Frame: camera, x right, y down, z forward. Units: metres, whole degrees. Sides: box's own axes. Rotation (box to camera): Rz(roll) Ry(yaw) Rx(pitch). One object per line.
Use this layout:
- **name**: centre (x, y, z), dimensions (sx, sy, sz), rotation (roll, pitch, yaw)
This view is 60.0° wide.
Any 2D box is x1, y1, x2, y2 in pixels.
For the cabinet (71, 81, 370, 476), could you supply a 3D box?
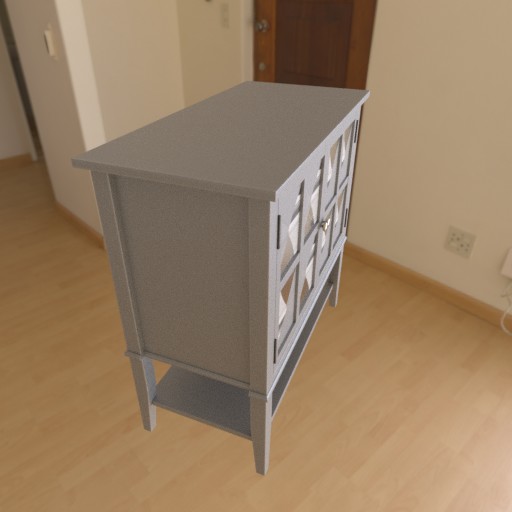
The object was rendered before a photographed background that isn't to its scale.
- **cabinet**: centre (0.000, 0.000, 1.257), dimensions (0.396, 0.780, 0.801), rotation (12, 34, 19)
